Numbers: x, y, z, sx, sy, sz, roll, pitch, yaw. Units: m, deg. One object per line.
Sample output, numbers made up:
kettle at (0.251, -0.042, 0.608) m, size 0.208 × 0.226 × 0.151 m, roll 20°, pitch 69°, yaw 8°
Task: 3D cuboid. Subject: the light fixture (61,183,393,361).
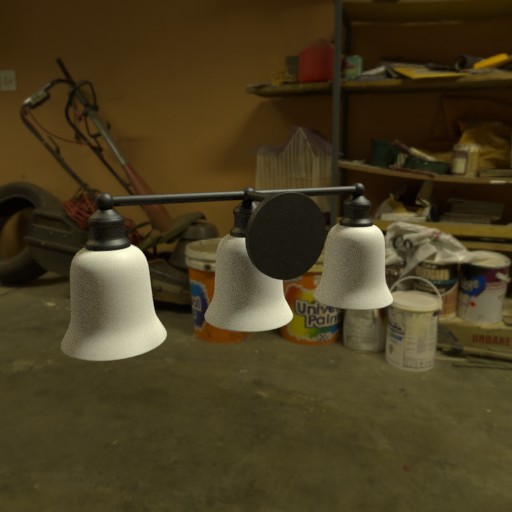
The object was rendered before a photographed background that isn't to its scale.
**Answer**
light fixture at (0.000, 0.000, 0.683) m, size 0.570 × 0.211 × 0.198 m, roll -6°, pitch 15°, yaw -26°
